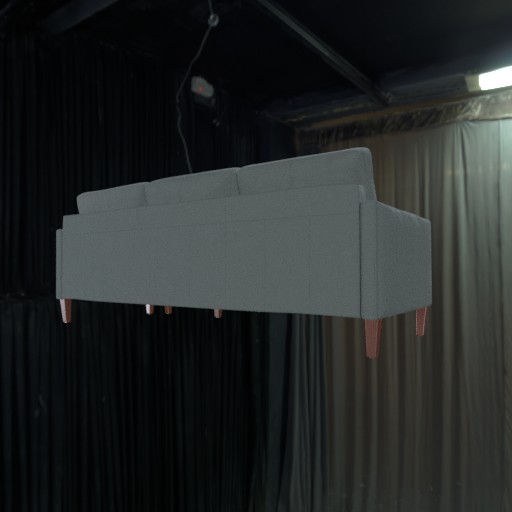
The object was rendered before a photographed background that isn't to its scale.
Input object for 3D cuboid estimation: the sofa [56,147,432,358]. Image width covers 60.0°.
[{"bbox_3d":[0.000,0.000,2.905,2.178,0.876,1.506,-1,-2,35],"label":"sofa"}]
